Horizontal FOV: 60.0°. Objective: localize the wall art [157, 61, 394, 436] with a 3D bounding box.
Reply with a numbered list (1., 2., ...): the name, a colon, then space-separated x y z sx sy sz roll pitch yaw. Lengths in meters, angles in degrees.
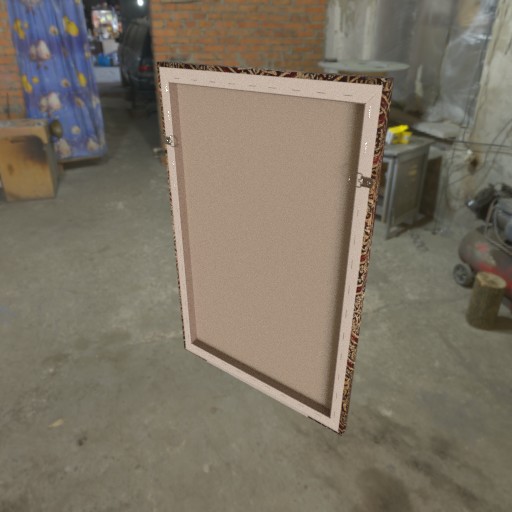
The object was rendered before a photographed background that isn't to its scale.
1. wall art: 0.000 0.000 1.156 0.599 0.904 0.030 20 34 32
